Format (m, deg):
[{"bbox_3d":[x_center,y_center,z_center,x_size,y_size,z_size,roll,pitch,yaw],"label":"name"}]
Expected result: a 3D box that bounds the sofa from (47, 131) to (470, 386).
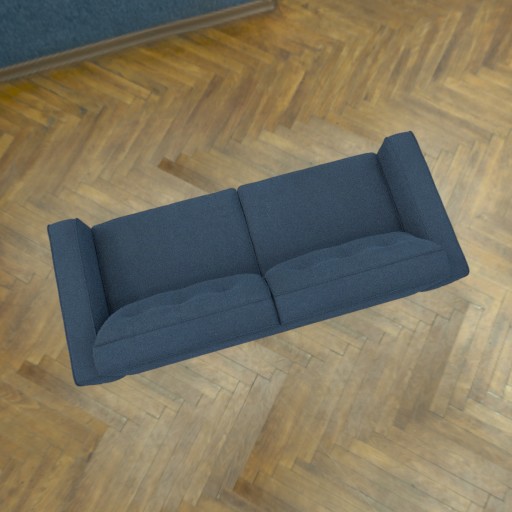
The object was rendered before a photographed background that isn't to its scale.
[{"bbox_3d":[0.000,0.000,2.679,2.270,0.782,0.953,-15,76,-4],"label":"sofa"}]
